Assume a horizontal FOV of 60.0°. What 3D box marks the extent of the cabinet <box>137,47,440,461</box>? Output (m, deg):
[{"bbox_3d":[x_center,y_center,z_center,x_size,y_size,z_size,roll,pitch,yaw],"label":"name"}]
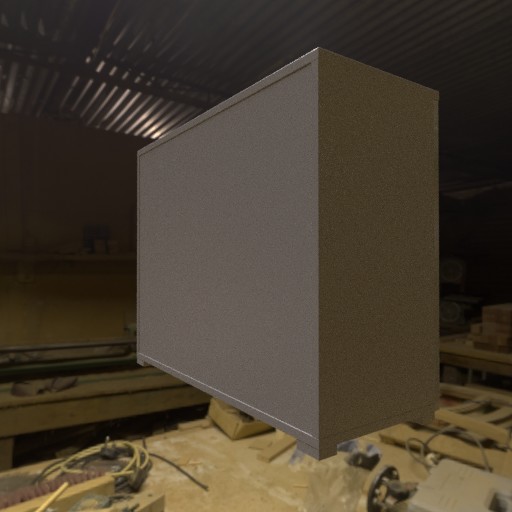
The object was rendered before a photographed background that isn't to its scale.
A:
[{"bbox_3d":[0.000,0.000,1.380,0.400,0.800,1.000,0,-1,-35],"label":"cabinet"}]
